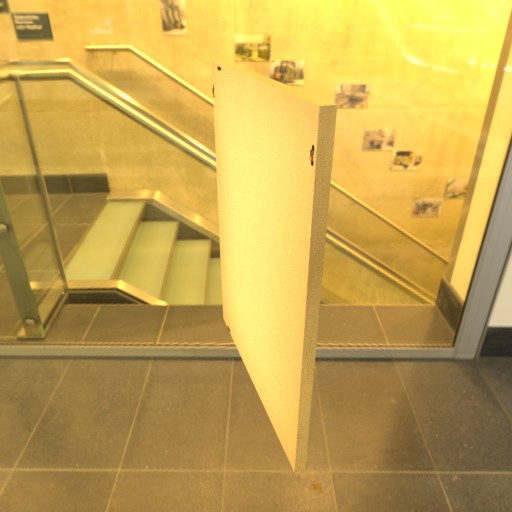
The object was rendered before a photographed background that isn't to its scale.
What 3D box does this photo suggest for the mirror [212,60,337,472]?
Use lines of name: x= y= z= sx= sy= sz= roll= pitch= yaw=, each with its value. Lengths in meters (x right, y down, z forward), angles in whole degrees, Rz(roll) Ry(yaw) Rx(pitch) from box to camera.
mirror: x=0.000 y=0.000 z=1.340 sx=0.040 sy=1.016 sz=0.762 roll=-10 pitch=31 yaw=-17
